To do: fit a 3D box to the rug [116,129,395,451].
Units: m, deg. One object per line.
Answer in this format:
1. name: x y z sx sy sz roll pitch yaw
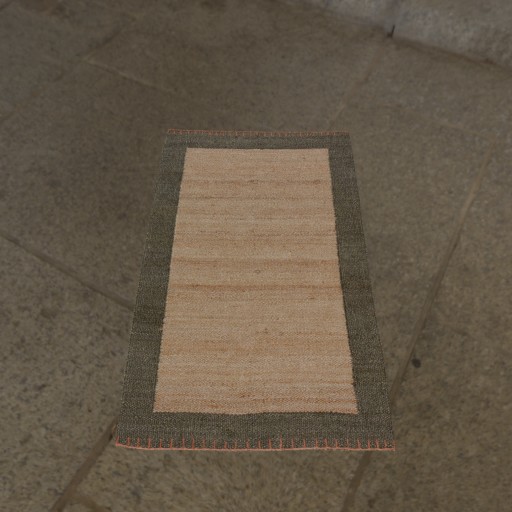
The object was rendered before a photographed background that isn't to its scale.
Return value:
1. rug: 0.000 0.000 2.981 1.521 0.006 2.435 1 58 0
